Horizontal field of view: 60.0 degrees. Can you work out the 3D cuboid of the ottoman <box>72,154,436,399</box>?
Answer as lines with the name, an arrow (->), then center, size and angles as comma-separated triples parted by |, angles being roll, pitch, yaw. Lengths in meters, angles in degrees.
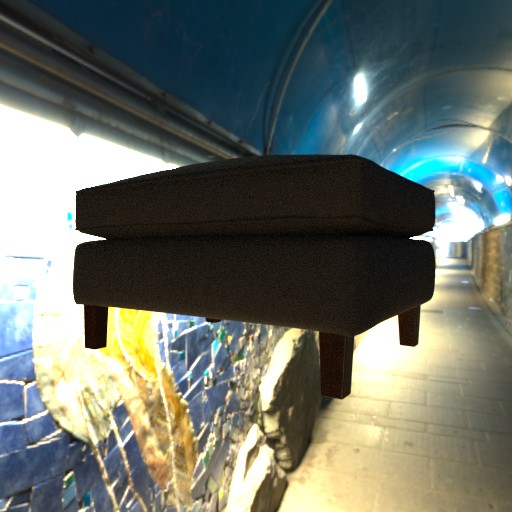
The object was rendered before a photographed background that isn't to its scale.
ottoman -> 0.000, 0.000, 0.987 | 0.686, 0.406, 0.508 | 1, 1, 34
